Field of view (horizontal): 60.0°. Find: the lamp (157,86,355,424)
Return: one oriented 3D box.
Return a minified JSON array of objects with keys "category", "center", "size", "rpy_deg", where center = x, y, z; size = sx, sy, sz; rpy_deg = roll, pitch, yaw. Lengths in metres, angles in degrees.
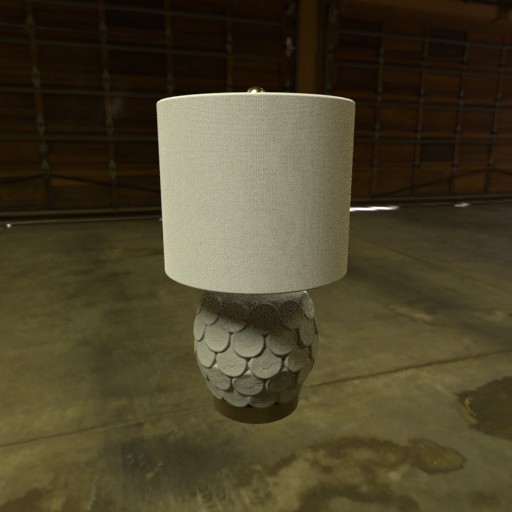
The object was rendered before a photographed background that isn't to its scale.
[{"category":"lamp","center":[0.000,0.000,0.628],"size":[0.254,0.452,0.254],"rpy_deg":[0,14,0]}]
